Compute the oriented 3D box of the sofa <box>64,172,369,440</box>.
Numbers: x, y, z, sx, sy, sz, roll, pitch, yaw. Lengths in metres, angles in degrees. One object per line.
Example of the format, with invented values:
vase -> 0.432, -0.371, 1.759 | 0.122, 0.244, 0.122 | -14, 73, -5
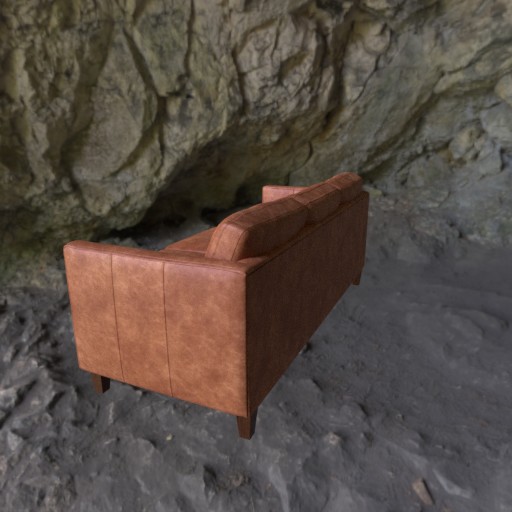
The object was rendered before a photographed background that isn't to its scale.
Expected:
sofa -> 0.000, 0.000, 3.055 | 1.045, 1.006, 2.464 | 7, 18, 24
